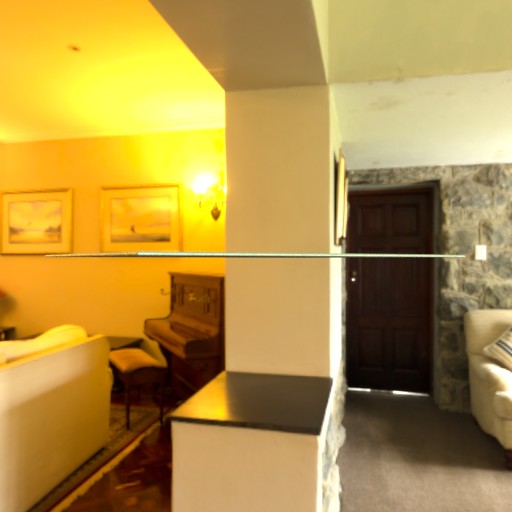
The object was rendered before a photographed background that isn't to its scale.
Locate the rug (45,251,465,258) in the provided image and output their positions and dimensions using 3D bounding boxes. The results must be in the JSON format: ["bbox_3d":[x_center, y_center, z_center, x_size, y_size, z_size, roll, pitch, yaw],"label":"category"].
[{"bbox_3d":[0.000,0.000,2.860,2.205,0.014,1.589,0,-1,-36],"label":"rug"}]
